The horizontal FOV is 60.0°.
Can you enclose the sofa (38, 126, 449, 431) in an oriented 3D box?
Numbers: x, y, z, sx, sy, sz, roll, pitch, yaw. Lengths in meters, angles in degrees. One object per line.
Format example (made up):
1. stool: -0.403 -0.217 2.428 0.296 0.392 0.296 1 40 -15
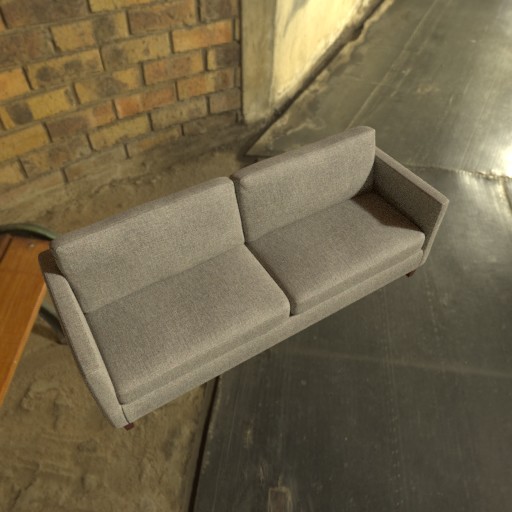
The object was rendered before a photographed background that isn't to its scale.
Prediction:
1. sofa: 0.000 0.000 2.903 2.434 0.951 0.948 -24 52 -21
